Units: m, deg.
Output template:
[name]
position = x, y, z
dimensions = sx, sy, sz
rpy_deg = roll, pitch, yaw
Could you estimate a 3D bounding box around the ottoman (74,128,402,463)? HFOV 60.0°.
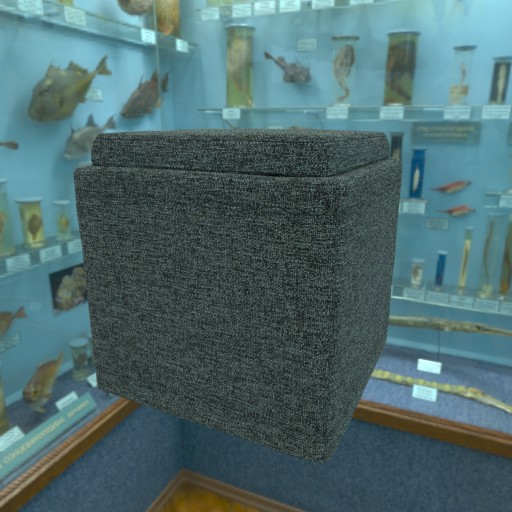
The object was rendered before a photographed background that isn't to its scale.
[ottoman]
position = 0.000, 0.000, 0.839
dimensions = 0.450, 0.463, 0.450
rpy_deg = 8, 18, 25
